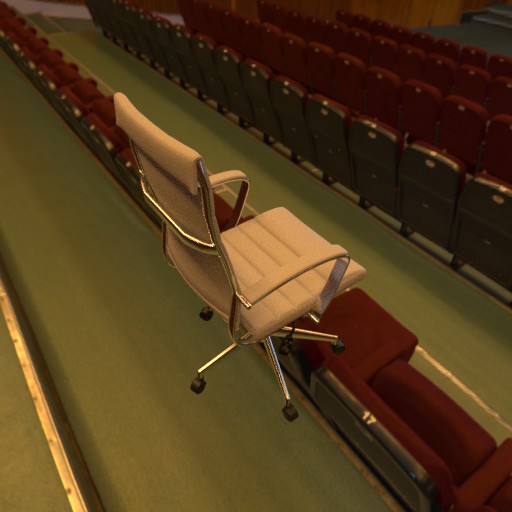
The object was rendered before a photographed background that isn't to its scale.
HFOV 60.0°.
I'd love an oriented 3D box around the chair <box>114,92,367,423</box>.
[{"bbox_3d":[0.000,0.000,1.552,0.667,1.149,0.679,-25,47,-26],"label":"chair"}]
